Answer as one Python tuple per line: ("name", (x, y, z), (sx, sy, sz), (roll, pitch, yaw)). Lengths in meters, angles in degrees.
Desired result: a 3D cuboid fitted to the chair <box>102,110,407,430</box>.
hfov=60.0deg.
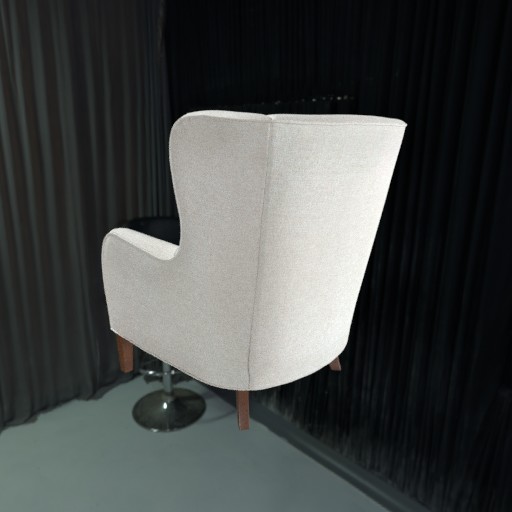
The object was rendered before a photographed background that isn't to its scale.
("chair", (0.000, 0.000, 1.721), (0.966, 1.040, 0.838), (15, 21, 43))
